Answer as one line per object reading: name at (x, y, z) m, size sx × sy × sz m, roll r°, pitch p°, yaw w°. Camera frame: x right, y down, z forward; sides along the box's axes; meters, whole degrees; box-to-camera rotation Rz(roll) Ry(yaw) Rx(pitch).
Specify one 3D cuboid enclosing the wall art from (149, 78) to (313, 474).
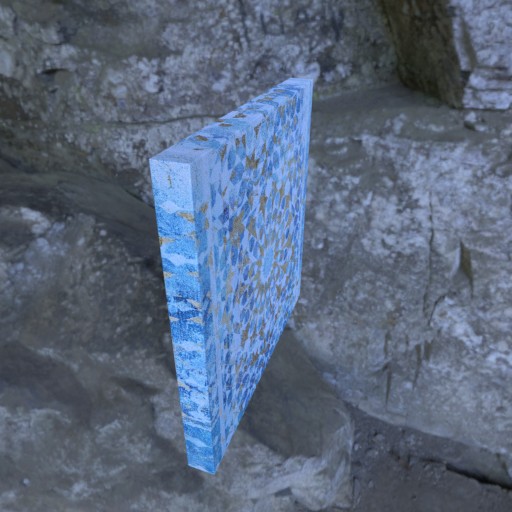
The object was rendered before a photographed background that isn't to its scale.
wall art at (0.000, 0.000, 0.620) m, size 0.037 × 0.405 × 0.405 m, roll 11°, pitch 33°, yaw 17°
